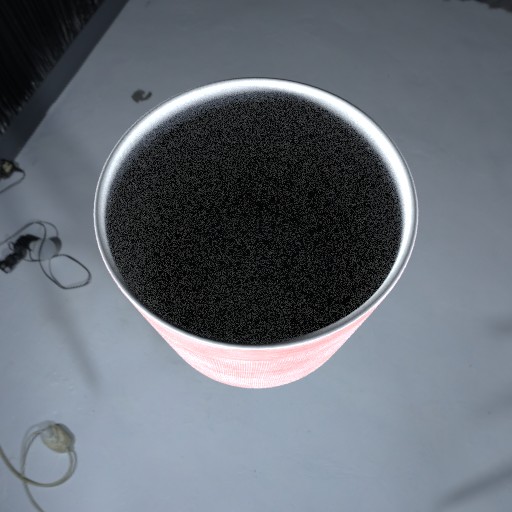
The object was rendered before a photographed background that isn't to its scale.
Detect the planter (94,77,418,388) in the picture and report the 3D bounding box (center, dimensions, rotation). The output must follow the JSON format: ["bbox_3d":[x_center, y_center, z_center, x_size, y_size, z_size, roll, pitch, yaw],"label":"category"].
[{"bbox_3d":[0.000,0.000,0.785,0.440,0.398,0.440,0,64,0],"label":"planter"}]
